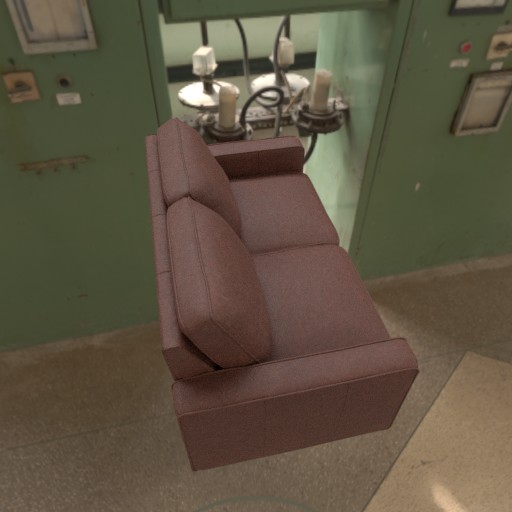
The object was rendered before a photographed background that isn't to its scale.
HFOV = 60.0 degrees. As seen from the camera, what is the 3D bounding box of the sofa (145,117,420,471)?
[{"bbox_3d":[0.000,0.000,2.265,0.947,0.918,1.709,-9,46,-8],"label":"sofa"}]
